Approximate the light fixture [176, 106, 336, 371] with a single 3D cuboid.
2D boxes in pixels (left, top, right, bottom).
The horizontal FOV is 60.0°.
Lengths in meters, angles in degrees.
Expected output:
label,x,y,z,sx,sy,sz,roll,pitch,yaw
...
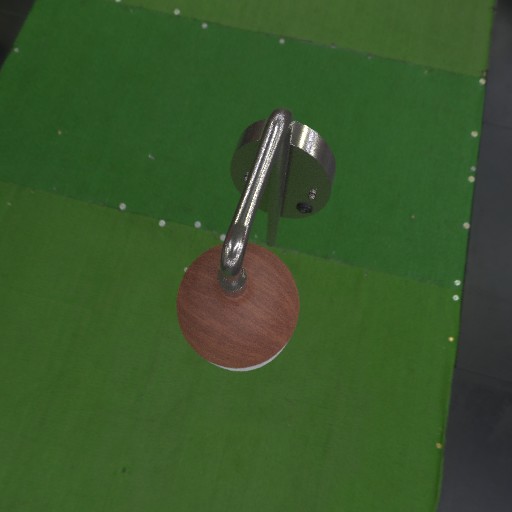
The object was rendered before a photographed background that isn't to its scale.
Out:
label,x,y,z,sx,sy,sz,roll,pitch,yaw
light fixture,0.000,0.000,0.425,0.108,0.343,0.216,16,75,5
